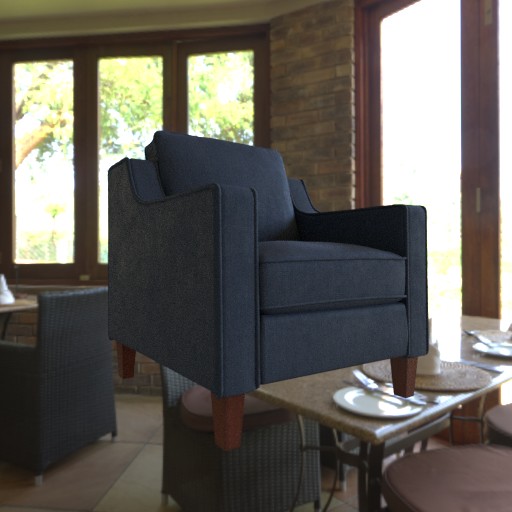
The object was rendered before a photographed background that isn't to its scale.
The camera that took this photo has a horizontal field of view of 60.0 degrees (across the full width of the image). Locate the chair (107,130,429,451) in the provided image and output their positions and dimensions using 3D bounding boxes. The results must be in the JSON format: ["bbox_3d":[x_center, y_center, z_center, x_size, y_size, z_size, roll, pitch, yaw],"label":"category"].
[{"bbox_3d":[0.000,0.000,1.638,0.831,0.960,0.909,0,0,-35],"label":"chair"}]
